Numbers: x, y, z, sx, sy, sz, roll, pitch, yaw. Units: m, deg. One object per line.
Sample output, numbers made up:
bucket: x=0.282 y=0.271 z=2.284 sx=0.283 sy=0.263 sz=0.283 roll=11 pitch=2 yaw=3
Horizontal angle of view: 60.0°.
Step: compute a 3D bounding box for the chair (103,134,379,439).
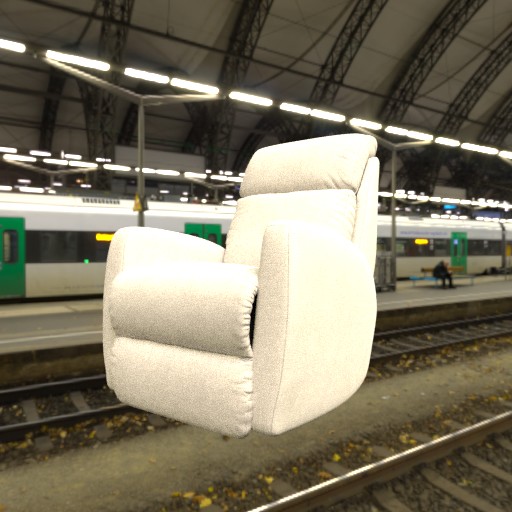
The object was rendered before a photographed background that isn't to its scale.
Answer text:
chair: x=0.000 y=0.000 z=1.682 sx=0.812 sy=1.015 sz=0.941 roll=1 pitch=1 yaw=36
